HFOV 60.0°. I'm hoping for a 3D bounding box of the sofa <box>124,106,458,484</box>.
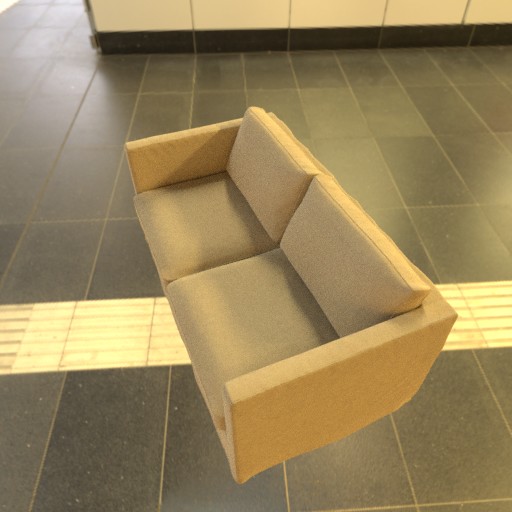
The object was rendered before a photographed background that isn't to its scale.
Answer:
[{"bbox_3d":[0.000,0.000,2.268,0.962,0.835,1.719,-17,48,-16],"label":"sofa"}]
